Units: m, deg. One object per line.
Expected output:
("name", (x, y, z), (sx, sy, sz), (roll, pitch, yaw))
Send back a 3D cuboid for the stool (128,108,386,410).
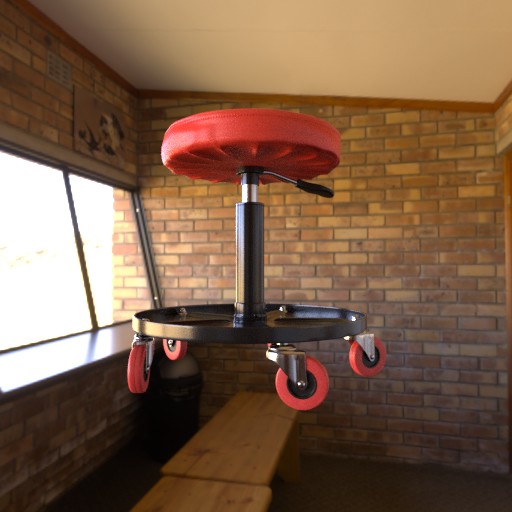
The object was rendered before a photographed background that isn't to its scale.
("stool", (0.000, 0.000, 0.681), (0.382, 0.365, 0.381), (1, -2, -19))
